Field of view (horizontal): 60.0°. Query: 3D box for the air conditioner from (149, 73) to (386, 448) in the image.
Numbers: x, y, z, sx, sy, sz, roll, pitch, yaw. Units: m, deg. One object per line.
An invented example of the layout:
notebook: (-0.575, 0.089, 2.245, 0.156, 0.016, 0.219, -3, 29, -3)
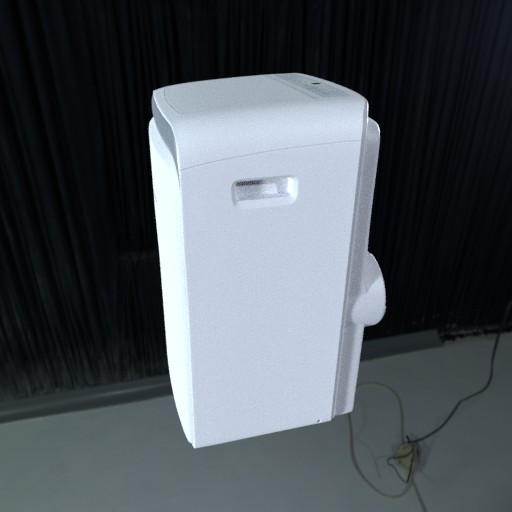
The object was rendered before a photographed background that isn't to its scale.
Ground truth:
air conditioner: (0.000, 0.000, 1.056, 0.467, 0.765, 0.478, -8, 31, -14)
